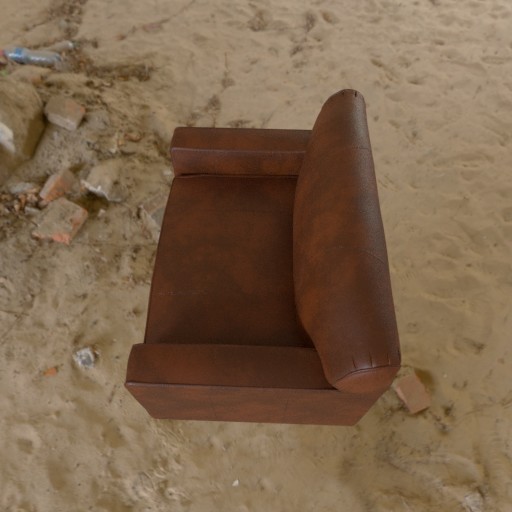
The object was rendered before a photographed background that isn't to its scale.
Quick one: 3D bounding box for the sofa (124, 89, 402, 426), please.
[{"bbox_3d":[0.000,0.000,2.107,1.000,0.956,1.413,2,58,1],"label":"sofa"}]
